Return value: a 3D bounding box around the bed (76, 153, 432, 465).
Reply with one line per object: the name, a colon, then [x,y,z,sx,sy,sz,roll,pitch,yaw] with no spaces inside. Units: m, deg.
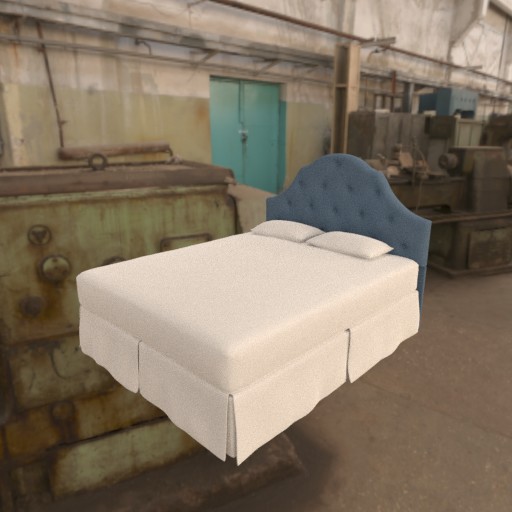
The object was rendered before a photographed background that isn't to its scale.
bed: [0.000,0.000,3.817,2.039,1.617,2.477,15,22,42]
